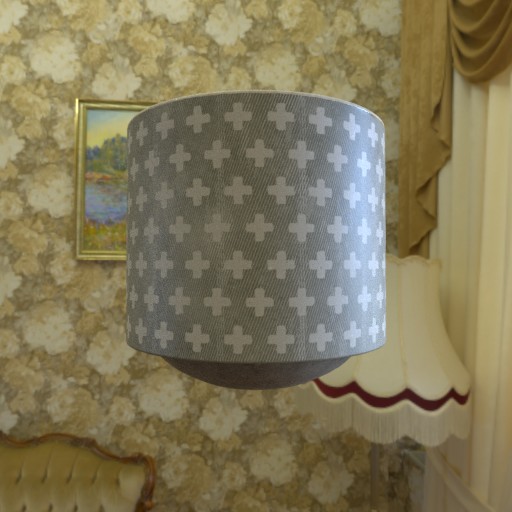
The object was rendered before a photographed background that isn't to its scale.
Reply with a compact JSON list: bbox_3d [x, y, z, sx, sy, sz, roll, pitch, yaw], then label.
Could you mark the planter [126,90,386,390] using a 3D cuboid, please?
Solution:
[{"bbox_3d":[0.000,0.000,0.339,0.190,0.181,0.190,0,-1,0],"label":"planter"}]
